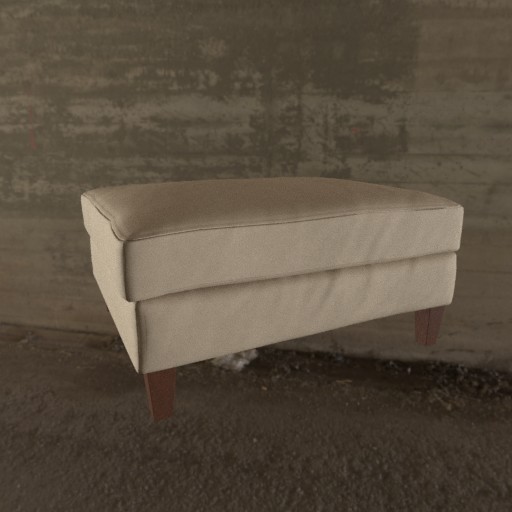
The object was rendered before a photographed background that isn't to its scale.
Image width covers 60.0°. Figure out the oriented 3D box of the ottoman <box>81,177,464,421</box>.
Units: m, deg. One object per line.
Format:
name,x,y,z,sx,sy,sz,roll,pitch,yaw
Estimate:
ottoman,0.000,0.000,1.477,1.002,0.492,0.836,-7,17,-25
